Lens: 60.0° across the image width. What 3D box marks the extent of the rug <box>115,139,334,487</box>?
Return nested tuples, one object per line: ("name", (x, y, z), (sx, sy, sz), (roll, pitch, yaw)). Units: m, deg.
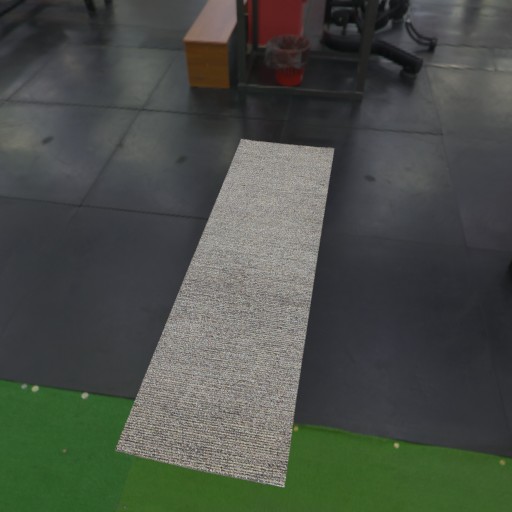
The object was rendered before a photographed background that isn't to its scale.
("rug", (0.000, 0.000, 2.518), (0.697, 0.013, 2.335), (9, 48, 8))
